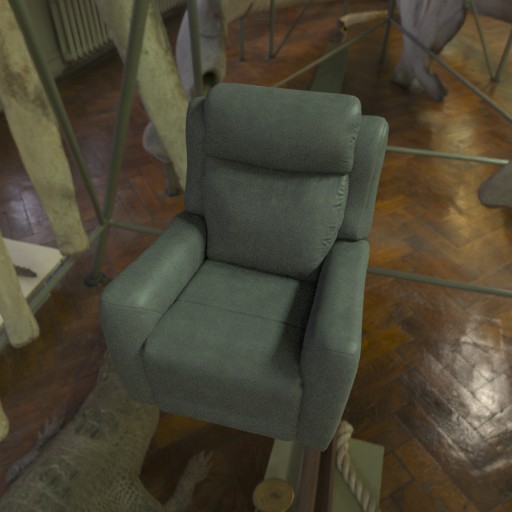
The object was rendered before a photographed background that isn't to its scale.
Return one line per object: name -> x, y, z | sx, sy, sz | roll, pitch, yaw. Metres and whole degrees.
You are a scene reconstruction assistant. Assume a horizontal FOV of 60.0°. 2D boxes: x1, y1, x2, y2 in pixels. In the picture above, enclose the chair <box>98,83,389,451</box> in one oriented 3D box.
chair -> 0.000, 0.000, 1.900 | 0.965, 1.116, 1.068 | 11, 43, 12
